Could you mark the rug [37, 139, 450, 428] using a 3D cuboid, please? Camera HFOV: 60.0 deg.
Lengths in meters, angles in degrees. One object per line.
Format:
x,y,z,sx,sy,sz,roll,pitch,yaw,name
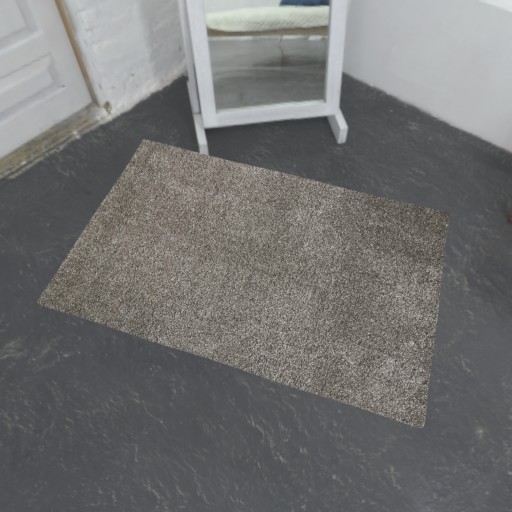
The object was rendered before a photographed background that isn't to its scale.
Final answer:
0.000,0.000,2.907,2.352,0.025,1.501,16,59,10,rug
